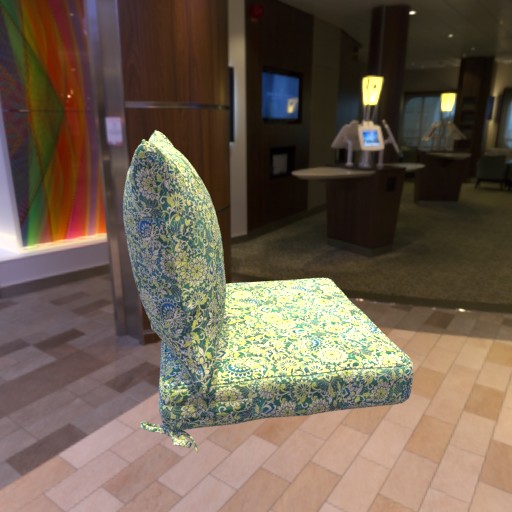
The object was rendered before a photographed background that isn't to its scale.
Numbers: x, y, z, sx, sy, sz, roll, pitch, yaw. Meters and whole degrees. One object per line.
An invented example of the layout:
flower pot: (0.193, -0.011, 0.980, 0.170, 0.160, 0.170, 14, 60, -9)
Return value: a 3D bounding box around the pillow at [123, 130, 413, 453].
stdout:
pillow: (0.000, 0.000, 1.342, 0.740, 0.722, 0.798, -3, 17, -10)
